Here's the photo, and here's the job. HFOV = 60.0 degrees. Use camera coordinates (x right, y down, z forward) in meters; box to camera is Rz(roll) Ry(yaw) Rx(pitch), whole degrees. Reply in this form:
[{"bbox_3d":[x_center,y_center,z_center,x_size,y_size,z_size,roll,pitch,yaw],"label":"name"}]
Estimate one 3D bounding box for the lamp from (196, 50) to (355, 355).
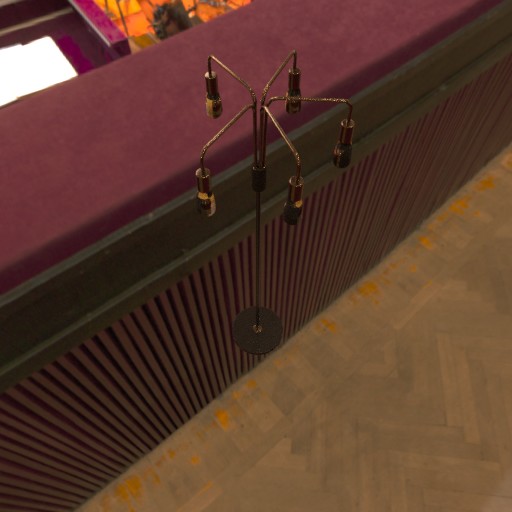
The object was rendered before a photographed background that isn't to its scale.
[{"bbox_3d":[0.000,0.000,2.007,0.572,1.721,0.599,-33,63,-19],"label":"lamp"}]
